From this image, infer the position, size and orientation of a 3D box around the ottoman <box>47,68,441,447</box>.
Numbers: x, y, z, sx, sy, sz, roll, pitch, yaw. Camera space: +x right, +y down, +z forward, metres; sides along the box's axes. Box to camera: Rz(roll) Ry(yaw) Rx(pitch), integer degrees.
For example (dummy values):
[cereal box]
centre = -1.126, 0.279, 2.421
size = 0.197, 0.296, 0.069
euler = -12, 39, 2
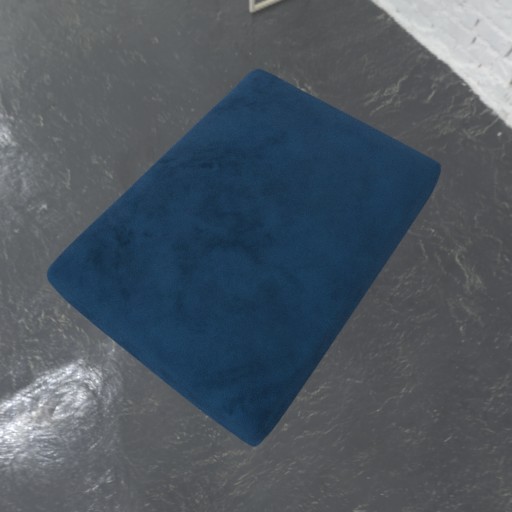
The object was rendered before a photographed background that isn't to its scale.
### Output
[ottoman]
centre = 0.000, 0.000, 1.155
size = 0.572, 0.503, 0.773
euler = 33, 68, 15
